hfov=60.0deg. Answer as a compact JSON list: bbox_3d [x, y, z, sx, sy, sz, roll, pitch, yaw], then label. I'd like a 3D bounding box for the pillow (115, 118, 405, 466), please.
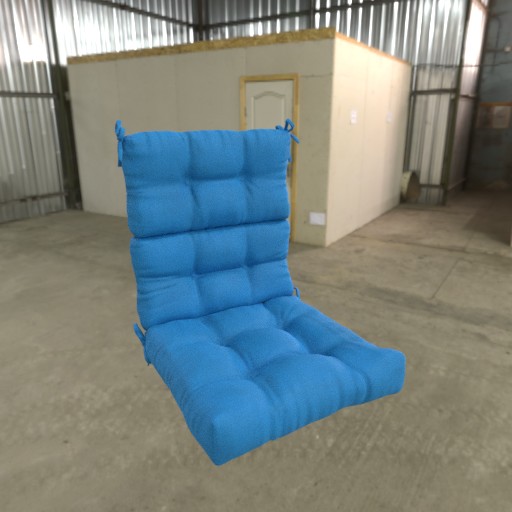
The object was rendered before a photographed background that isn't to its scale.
[{"bbox_3d":[0.000,0.000,1.033,0.519,0.605,0.571,-10,20,-27],"label":"pillow"}]
